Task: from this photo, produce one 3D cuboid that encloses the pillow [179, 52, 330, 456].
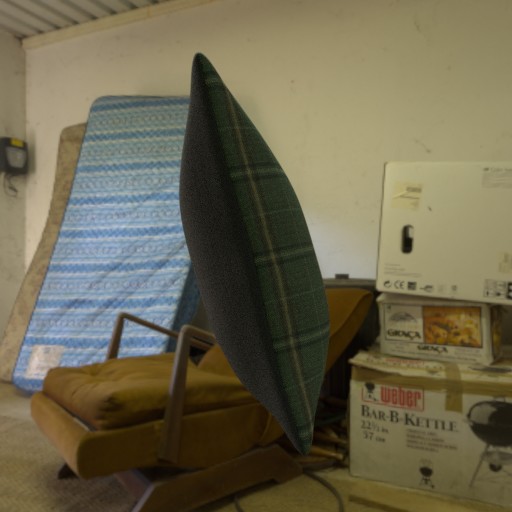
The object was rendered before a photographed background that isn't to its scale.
[{"bbox_3d":[0.000,0.000,0.683,0.200,0.430,0.453,0,0,1],"label":"pillow"}]
